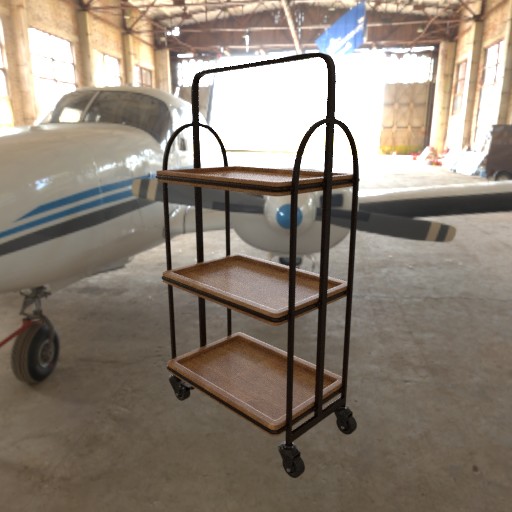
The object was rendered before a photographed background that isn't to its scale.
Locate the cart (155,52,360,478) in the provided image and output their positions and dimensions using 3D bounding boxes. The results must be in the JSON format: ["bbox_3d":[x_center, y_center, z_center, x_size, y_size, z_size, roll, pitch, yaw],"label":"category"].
[{"bbox_3d":[0.000,0.000,1.235,0.553,1.001,0.327,15,21,43],"label":"cart"}]
